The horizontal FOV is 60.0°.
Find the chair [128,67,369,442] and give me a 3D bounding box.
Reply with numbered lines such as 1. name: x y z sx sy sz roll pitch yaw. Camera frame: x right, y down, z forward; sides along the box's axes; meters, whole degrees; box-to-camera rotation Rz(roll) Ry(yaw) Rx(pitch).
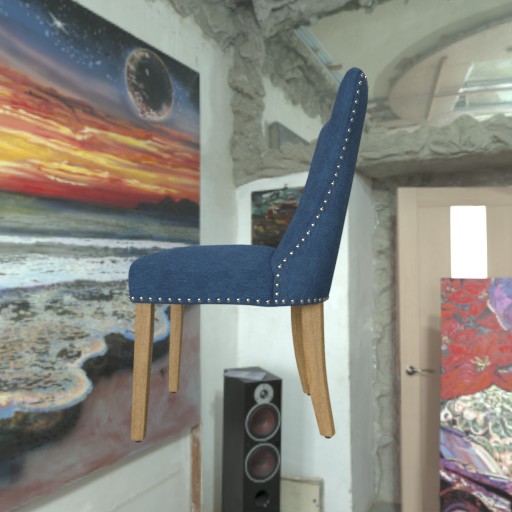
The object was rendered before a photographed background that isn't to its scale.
1. chair: 0.000 0.000 1.279 0.610 0.902 0.495 0 -2 1
